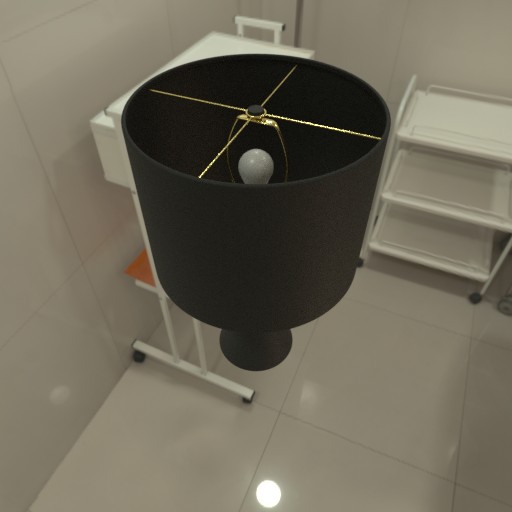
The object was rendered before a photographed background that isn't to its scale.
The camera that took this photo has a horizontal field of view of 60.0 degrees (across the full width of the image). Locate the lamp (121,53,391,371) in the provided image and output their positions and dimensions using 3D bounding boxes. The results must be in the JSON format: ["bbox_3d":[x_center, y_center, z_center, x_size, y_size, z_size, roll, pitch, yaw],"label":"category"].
[{"bbox_3d":[0.000,0.000,0.810,0.359,0.584,0.359,17,48,16],"label":"lamp"}]
